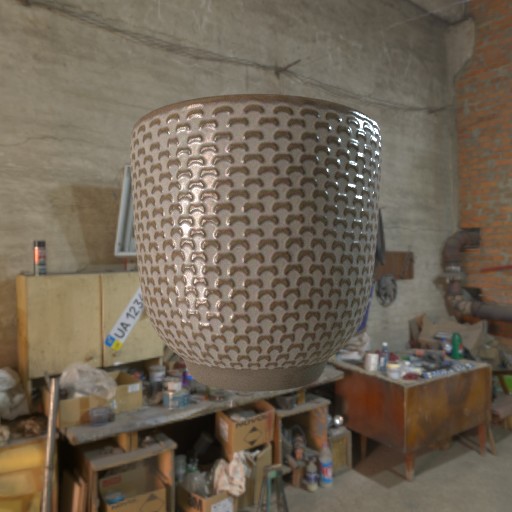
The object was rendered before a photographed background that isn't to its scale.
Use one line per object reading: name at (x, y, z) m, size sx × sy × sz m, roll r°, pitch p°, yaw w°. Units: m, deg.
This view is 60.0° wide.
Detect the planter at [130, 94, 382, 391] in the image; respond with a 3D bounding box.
planter at (0.000, 0.000, 0.358) m, size 0.197 × 0.191 × 0.197 m, roll 0°, pitch -1°, yaw 0°
